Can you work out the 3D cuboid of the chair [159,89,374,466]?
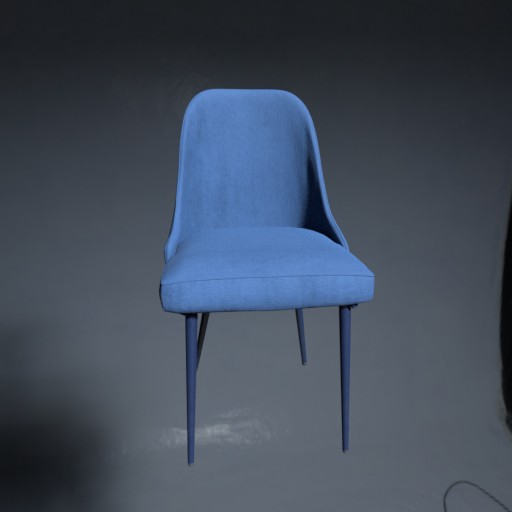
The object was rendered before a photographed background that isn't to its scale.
[{"bbox_3d":[0.000,0.000,1.198,0.478,0.896,0.559,-2,15,-7],"label":"chair"}]
